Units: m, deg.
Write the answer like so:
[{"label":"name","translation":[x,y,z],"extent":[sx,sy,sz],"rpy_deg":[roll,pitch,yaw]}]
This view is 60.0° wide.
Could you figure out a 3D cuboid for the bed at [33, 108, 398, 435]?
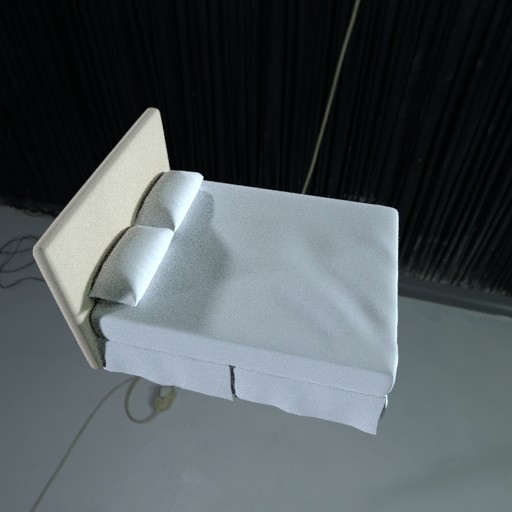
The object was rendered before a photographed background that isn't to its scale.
[{"label":"bed","translation":[0.000,0.000,3.257],"extent":[2.142,1.330,1.723],"rpy_deg":[9,47,9]}]
